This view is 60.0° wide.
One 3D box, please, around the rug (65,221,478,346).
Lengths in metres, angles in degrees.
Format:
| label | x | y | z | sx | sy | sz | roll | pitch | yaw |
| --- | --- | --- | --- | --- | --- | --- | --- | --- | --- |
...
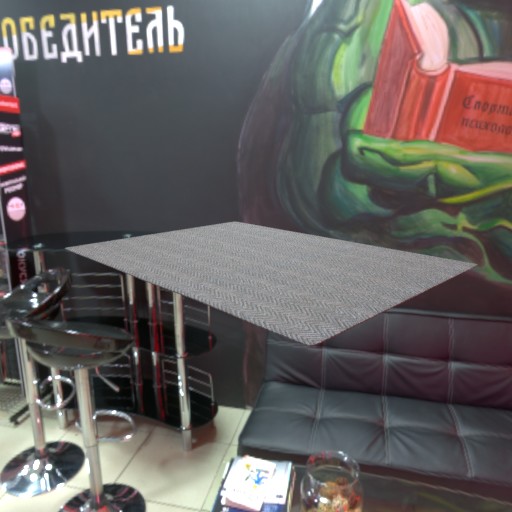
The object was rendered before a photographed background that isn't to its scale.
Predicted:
| label | x | y | z | sx | sy | sz | roll | pitch | yaw |
| --- | --- | --- | --- | --- | --- | --- | --- | --- | --- |
| rug | 0.000 | 0.000 | 5.191 | 2.894 | 0.011 | 3.957 | -13 | 19 | -43 |
